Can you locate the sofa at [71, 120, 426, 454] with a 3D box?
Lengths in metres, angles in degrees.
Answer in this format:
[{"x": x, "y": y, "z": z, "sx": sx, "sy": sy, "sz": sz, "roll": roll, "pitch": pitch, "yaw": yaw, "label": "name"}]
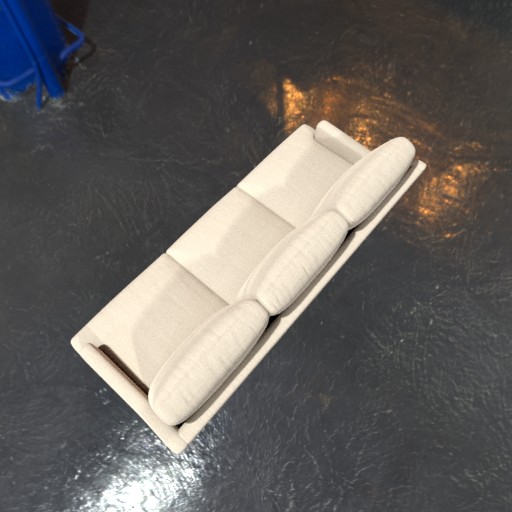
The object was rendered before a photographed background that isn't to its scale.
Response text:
[{"x": 0.000, "y": 0.000, "z": 2.868, "sx": 1.000, "sy": 0.913, "sz": 2.321, "roll": 37, "pitch": 69, "yaw": 17, "label": "sofa"}]
